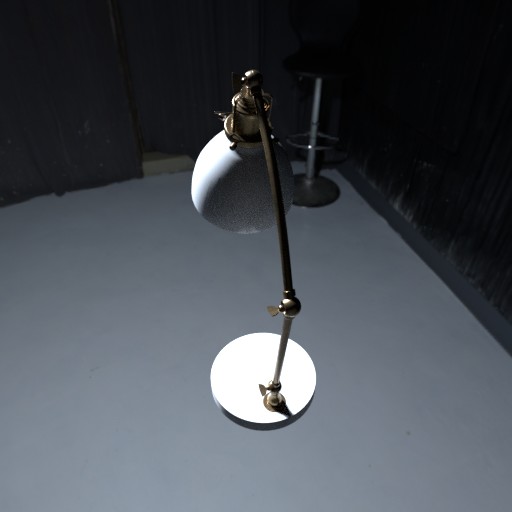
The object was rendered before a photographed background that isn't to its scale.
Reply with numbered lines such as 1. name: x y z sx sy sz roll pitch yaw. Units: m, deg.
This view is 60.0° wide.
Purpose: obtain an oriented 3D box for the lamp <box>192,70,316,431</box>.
1. lamp: 0.000 0.000 0.664 0.186 0.522 0.317 -11 42 -12
